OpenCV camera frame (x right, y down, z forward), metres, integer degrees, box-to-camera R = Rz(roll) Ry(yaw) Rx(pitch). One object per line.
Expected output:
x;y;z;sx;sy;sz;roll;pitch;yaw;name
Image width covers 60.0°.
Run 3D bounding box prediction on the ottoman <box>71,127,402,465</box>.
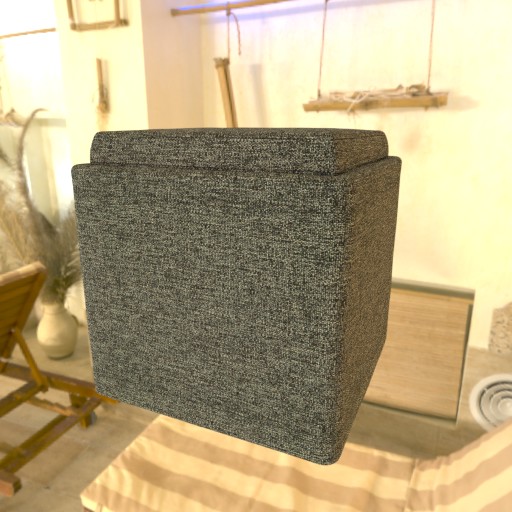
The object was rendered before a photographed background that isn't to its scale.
0.000;0.000;0.831;0.450;0.463;0.450;7;18;24;ottoman
